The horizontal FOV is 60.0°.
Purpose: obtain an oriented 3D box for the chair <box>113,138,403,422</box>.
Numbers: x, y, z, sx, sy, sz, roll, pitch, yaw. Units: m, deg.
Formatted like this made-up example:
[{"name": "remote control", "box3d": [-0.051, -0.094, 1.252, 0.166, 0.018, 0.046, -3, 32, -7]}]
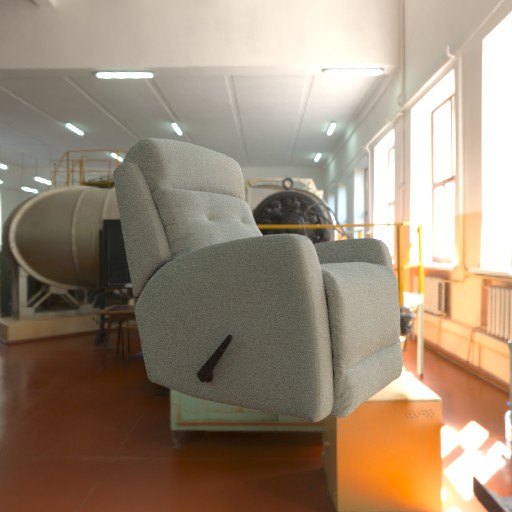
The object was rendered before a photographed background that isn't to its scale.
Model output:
[{"name": "chair", "box3d": [0.000, 0.000, 1.790, 1.043, 1.013, 0.798, 1, 1, 36]}]
